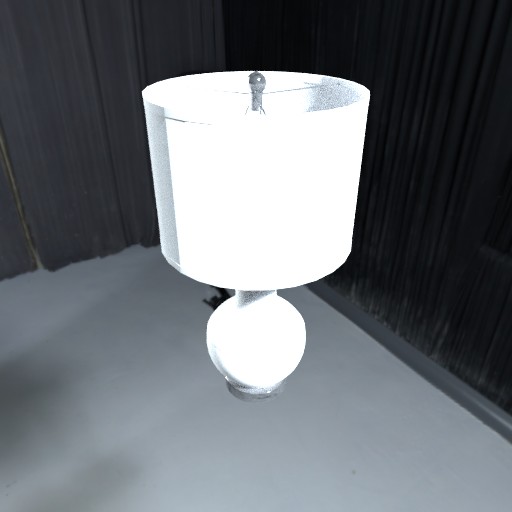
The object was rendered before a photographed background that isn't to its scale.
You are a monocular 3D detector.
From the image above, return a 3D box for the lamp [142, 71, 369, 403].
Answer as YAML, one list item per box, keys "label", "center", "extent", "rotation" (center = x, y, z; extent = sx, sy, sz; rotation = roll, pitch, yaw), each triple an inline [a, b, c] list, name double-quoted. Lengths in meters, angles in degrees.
- label: "lamp"
  center: [0.000, 0.000, 0.867]
  extent: [0.357, 0.673, 0.357]
  rotation: [-18, 35, -28]
